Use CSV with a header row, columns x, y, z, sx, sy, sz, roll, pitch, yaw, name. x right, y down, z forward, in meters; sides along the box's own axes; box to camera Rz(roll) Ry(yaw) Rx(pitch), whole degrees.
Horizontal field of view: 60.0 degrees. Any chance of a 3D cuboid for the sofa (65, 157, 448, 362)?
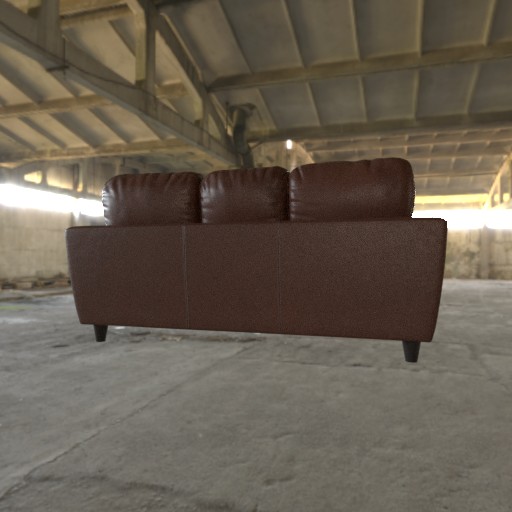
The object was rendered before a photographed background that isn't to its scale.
x,y,z,sx,sy,sz,roll,pitch,yaw,name
0.000,0.000,2.407,1.862,0.915,0.802,0,0,17,sofa
